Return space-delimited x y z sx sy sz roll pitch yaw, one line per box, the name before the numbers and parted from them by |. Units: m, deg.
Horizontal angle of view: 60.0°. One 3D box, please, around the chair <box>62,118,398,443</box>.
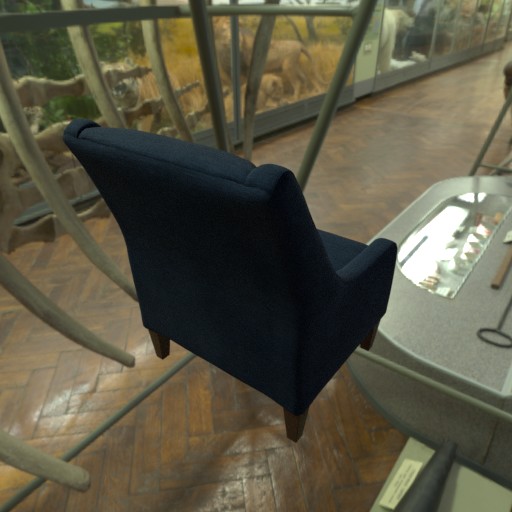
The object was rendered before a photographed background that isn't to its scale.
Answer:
chair | 0.000 0.000 1.601 0.774 1.014 0.870 21 36 32
